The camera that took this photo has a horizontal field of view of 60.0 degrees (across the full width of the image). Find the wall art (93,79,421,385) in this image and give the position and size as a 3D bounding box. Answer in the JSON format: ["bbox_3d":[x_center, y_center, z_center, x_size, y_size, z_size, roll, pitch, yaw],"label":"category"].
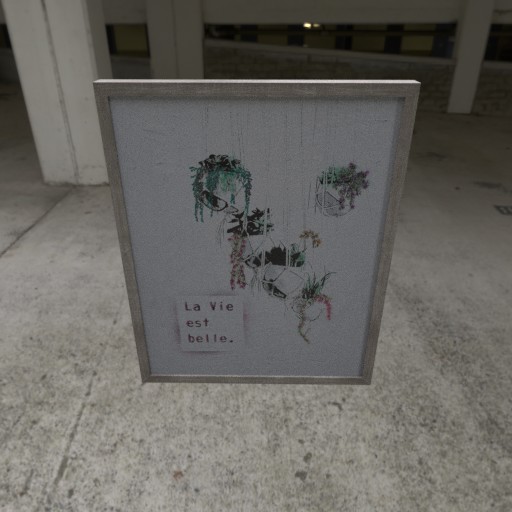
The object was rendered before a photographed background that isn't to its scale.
[{"bbox_3d":[0.000,0.000,0.705,0.421,0.521,0.032,0,29,1],"label":"wall art"}]
